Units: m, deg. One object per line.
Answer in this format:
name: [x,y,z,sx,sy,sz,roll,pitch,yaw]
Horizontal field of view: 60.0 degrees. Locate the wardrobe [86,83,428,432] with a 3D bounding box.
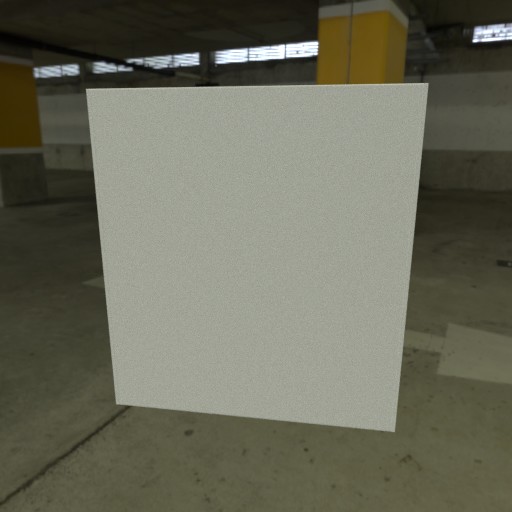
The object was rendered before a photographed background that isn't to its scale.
wardrobe: [0.000,0.000,2.893,1.830,2.020,0.600,2,16,9]
